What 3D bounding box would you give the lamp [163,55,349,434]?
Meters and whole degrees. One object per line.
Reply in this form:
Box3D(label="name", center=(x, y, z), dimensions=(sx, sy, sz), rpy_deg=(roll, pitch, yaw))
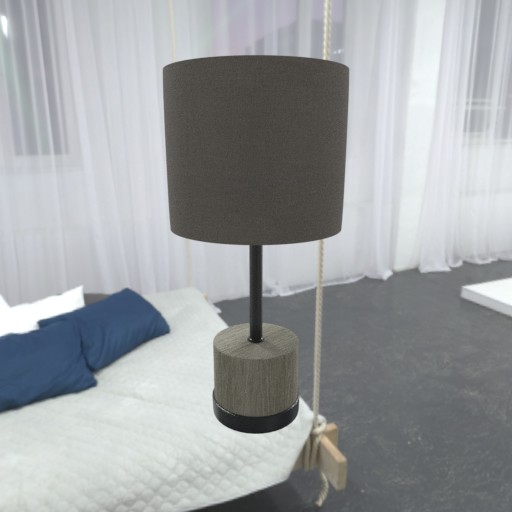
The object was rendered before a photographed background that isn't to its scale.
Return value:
Box3D(label="lamp", center=(0.000, 0.000, 0.608), dimensions=(0.229, 0.470, 0.229), rpy_deg=(-14, 20, -42))
